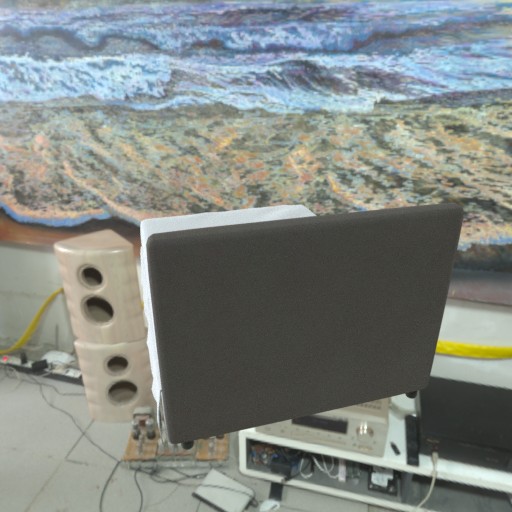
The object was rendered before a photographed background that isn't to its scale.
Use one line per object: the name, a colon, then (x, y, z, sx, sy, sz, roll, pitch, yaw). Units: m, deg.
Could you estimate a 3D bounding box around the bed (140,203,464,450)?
bed: (0.000, 0.000, 3.308, 1.723, 1.330, 2.142, -7, 26, -14)
